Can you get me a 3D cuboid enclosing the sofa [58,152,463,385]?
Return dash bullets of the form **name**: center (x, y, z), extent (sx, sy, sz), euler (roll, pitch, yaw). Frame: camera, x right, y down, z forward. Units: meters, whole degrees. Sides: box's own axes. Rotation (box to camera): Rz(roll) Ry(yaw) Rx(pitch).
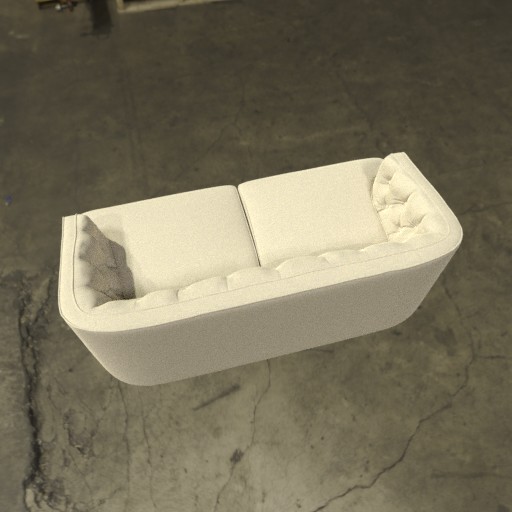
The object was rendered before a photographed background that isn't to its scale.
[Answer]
- **sofa**: center (0.000, 0.000, 2.257), extent (1.733, 0.855, 0.941), euler (-12, 58, -8)
